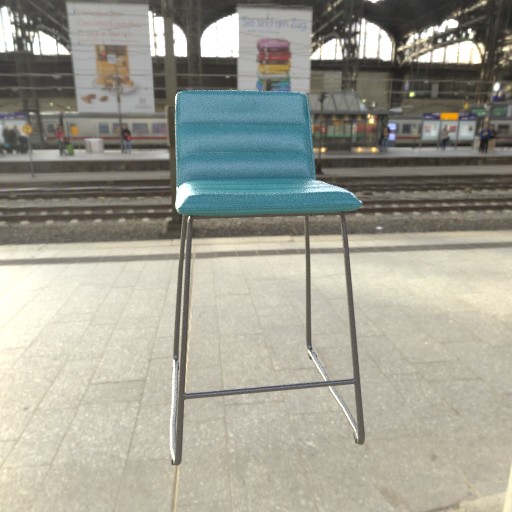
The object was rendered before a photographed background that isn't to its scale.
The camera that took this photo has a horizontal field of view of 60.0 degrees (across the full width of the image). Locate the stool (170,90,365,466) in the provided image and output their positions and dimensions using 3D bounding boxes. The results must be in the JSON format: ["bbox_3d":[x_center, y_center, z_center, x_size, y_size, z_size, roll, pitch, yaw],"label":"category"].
[{"bbox_3d":[0.000,0.000,1.174,0.489,0.866,0.524,-2,16,-9],"label":"stool"}]
